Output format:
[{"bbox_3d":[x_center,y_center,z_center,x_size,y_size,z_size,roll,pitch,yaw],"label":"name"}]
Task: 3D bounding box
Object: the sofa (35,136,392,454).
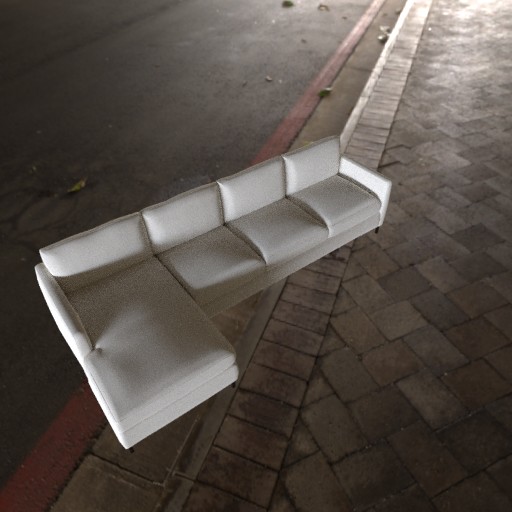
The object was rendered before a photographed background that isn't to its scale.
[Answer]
[{"bbox_3d":[0.000,0.000,3.758,3.186,0.875,1.467,-27,48,-27],"label":"sofa"}]
